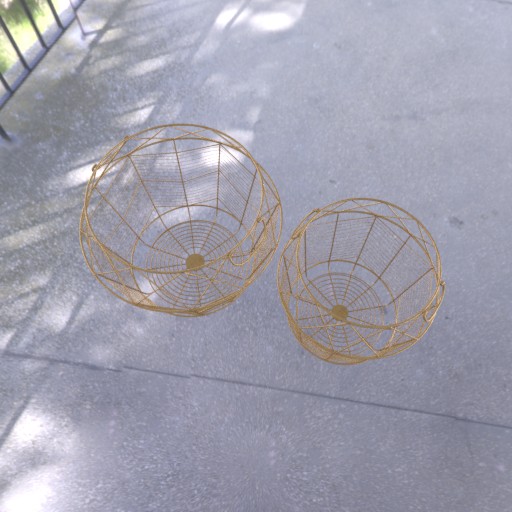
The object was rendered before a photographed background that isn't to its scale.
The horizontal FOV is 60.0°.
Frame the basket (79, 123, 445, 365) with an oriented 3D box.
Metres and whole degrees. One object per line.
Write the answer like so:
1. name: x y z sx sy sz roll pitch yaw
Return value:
1. basket: 0.000 0.000 1.030 0.805 0.343 0.451 19 66 9
